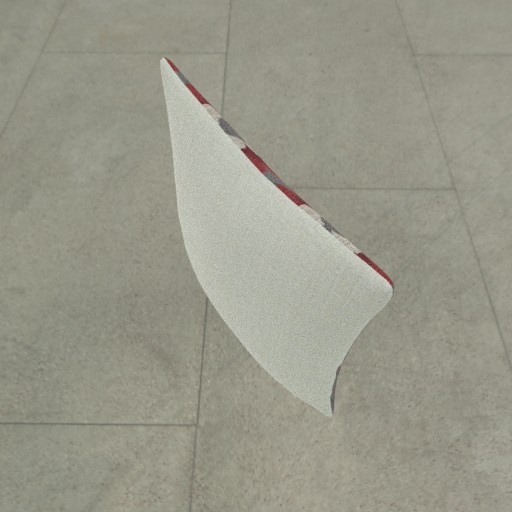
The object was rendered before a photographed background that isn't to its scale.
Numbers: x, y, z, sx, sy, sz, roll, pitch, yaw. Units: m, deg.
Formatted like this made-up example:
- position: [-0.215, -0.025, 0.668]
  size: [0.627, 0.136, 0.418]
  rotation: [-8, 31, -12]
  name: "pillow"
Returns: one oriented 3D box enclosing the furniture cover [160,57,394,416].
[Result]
- position: [0.000, 0.000, 0.652]
  size: [0.145, 0.420, 0.435]
  rotation: [-30, 62, -18]
  name: "furniture cover"
